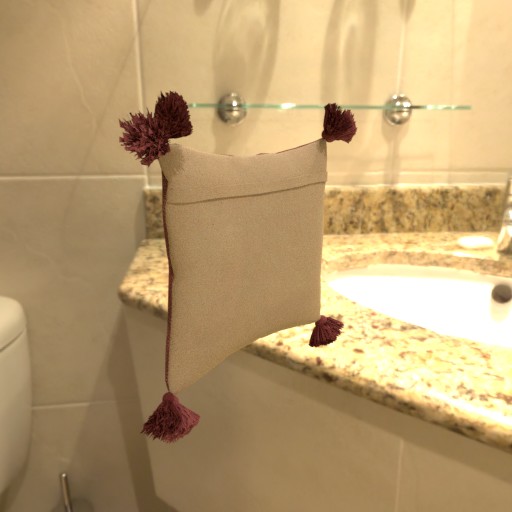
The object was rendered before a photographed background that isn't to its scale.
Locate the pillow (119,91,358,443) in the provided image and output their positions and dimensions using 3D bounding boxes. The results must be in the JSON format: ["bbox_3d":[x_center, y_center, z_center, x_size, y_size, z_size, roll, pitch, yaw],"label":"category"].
[{"bbox_3d":[0.000,0.000,0.968,0.641,0.659,0.138,-16,23,-42],"label":"pillow"}]
